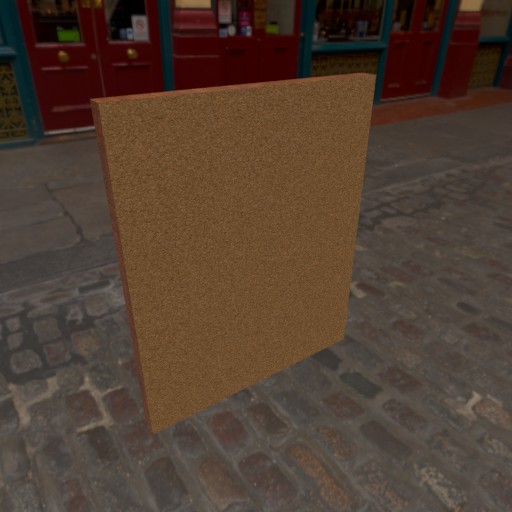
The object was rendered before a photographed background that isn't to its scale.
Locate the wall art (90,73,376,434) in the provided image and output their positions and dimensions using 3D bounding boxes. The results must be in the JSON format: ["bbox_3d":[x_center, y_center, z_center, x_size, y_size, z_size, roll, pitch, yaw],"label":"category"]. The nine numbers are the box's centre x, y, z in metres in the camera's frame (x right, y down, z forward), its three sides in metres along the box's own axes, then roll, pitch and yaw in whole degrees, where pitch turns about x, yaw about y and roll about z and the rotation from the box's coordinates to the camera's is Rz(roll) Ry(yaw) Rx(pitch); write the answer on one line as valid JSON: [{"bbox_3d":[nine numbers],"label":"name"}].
[{"bbox_3d":[0.000,0.000,0.780,0.467,0.567,0.033,-18,34,-30],"label":"wall art"}]
